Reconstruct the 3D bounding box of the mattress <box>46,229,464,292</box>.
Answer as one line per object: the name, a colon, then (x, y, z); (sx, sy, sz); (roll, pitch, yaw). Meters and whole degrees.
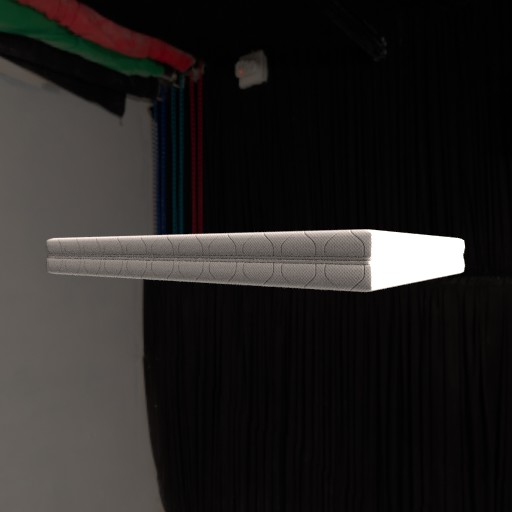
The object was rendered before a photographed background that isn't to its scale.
mattress: (0.000, 0.000, 2.492); (1.900, 0.200, 1.400); (1, 1, 36)
